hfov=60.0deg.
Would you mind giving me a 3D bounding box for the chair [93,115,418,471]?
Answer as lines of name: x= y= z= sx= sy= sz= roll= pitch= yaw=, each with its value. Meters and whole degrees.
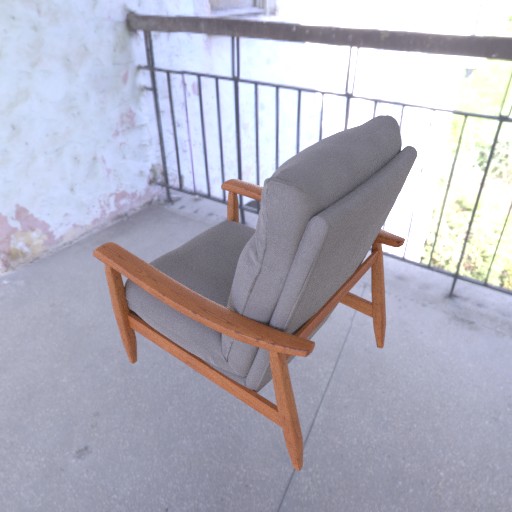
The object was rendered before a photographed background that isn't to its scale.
chair: x=0.000 y=0.000 z=1.531 sx=0.816 sy=0.922 sz=0.782 roll=21 pitch=38 yaw=29
